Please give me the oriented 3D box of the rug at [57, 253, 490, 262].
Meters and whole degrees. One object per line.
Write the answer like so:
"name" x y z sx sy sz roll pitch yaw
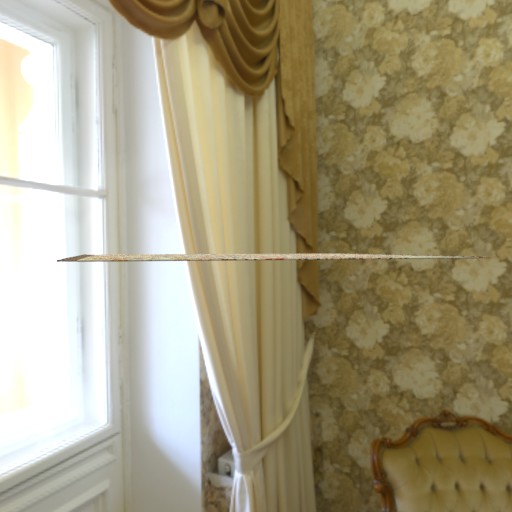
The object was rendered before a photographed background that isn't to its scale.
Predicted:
"rug" 0.000 0.000 4.316 3.274 0.015 2.439 0 1 -17
